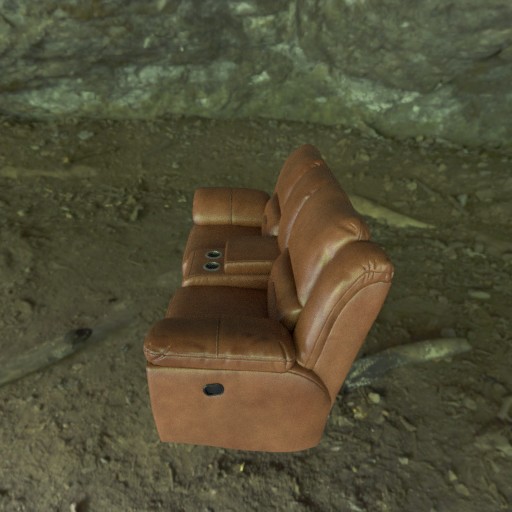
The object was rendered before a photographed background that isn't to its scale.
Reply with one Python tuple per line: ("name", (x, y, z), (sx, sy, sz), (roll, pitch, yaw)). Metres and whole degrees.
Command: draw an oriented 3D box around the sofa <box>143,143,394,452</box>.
("sofa", (0.000, 0.000, 2.631), (0.991, 1.043, 2.058), (0, 26, -1))
